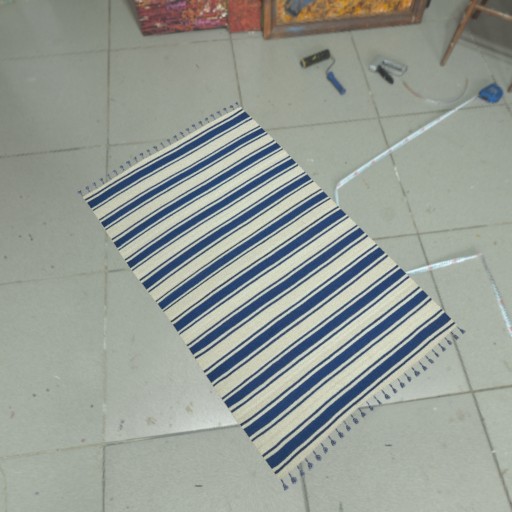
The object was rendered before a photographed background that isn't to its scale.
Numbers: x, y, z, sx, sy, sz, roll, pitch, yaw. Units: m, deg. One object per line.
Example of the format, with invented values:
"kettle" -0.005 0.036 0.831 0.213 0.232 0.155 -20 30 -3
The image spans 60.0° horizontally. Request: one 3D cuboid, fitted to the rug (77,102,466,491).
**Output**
"rug" 0.000 0.000 2.573 1.248 0.009 2.108 -34 69 -15
